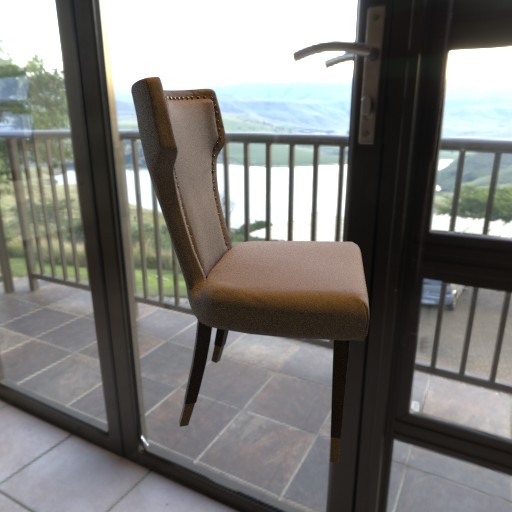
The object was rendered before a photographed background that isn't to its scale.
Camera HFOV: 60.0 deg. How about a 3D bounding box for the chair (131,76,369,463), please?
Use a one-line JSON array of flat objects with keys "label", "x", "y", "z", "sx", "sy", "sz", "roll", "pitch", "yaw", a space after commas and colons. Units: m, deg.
[{"label": "chair", "x": 0.000, "y": 0.000, "z": 1.302, "sx": 0.630, "sy": 0.950, "sz": 0.526, "roll": 3, "pitch": 18, "yaw": 10}]
